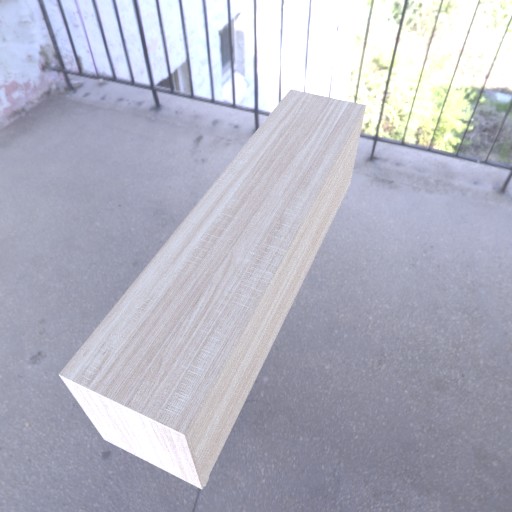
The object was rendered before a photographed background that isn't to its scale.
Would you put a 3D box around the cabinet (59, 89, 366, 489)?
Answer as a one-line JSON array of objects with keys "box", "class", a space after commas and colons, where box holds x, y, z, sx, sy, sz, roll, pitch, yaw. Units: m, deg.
[{"box": [0.000, 0.000, 2.417, 0.500, 0.780, 2.200, 18, 51, 16], "class": "cabinet"}]
